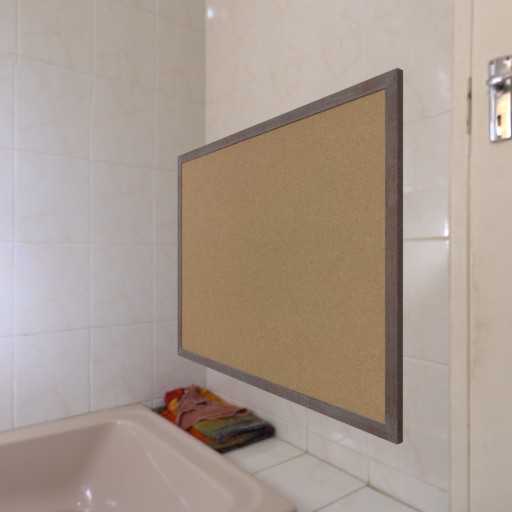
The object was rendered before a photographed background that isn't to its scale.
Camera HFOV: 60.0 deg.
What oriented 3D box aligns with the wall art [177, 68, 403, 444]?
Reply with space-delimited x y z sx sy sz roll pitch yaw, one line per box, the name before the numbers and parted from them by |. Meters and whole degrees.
wall art | 0.000 0.000 1.325 0.019 0.774 1.012 0 0 -36
